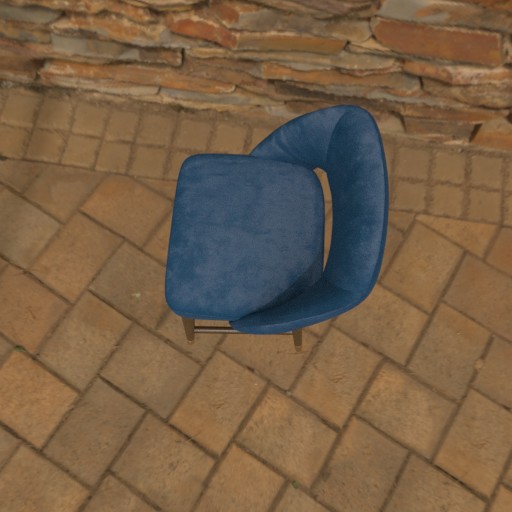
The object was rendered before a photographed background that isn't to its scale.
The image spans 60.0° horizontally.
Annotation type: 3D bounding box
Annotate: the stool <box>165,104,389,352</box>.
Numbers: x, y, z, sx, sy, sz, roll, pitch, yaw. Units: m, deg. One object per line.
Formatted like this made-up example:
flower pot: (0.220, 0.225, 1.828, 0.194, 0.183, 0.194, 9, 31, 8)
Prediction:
stool: (0.000, 0.000, 1.323, 0.515, 1.016, 0.514, 4, 74, 1)
